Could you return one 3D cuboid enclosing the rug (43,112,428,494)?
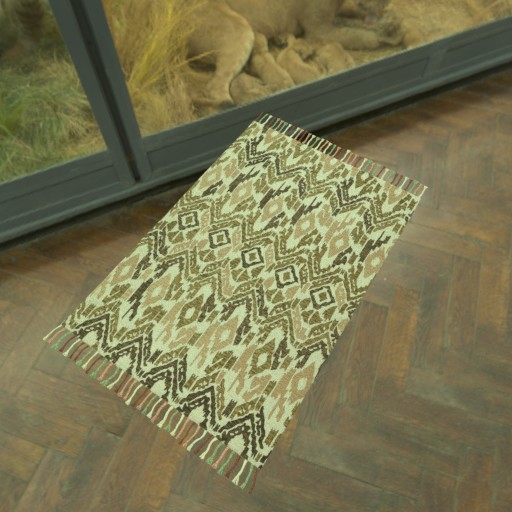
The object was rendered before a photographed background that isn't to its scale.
[{"bbox_3d":[0.000,0.000,3.002,1.524,0.008,2.438,30,64,16],"label":"rug"}]
